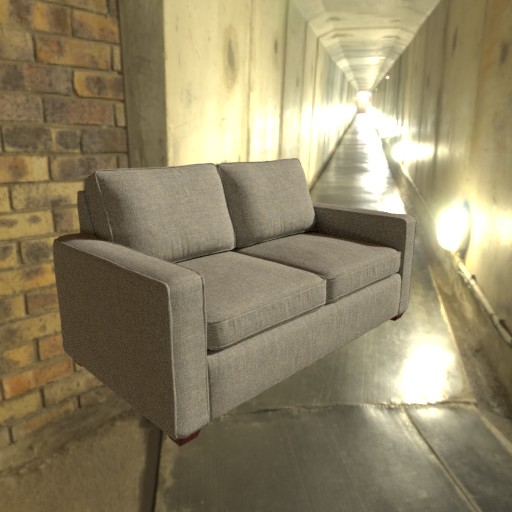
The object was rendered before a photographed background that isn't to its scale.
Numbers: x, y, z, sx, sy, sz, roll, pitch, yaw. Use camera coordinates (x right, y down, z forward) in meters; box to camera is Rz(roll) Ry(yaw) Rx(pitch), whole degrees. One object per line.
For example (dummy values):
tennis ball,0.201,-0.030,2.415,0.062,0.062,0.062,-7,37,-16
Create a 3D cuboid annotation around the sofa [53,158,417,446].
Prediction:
sofa,0.000,0.000,2.269,0.945,0.915,1.706,15,21,43
